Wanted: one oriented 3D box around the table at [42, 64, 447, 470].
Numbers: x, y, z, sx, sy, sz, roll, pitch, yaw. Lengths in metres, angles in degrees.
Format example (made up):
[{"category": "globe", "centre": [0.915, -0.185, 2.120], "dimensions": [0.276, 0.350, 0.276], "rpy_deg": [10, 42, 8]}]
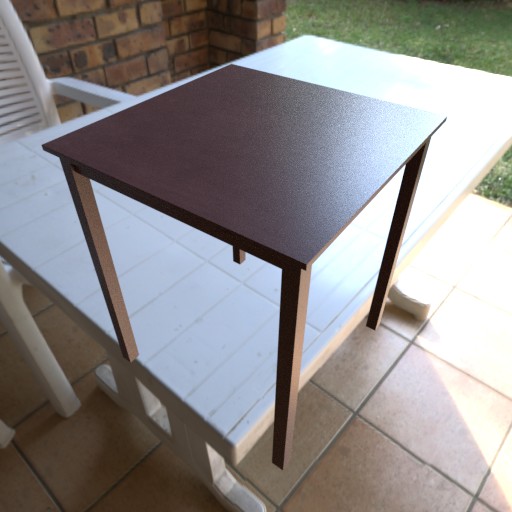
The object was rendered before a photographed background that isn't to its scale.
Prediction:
[{"category": "table", "centre": [0.000, 0.000, 1.638], "dimensions": [0.861, 0.991, 0.861], "rpy_deg": [25, 47, 26]}]
